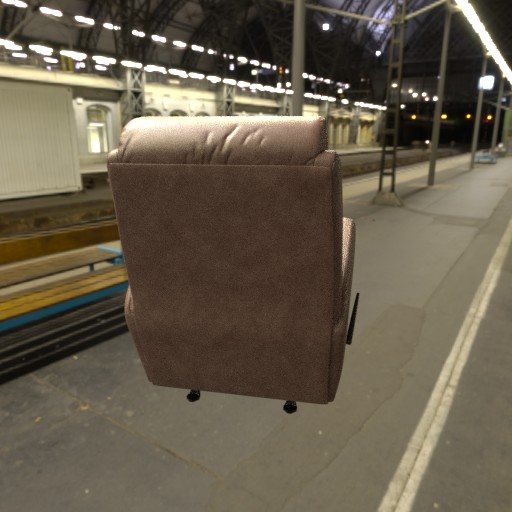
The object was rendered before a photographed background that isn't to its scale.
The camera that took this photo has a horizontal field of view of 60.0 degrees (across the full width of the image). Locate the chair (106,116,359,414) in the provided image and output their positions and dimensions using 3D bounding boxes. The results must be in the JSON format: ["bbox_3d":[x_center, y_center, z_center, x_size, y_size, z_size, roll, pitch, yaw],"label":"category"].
[{"bbox_3d":[0.000,0.000,1.821,0.865,1.067,1.067,3,15,11],"label":"chair"}]
